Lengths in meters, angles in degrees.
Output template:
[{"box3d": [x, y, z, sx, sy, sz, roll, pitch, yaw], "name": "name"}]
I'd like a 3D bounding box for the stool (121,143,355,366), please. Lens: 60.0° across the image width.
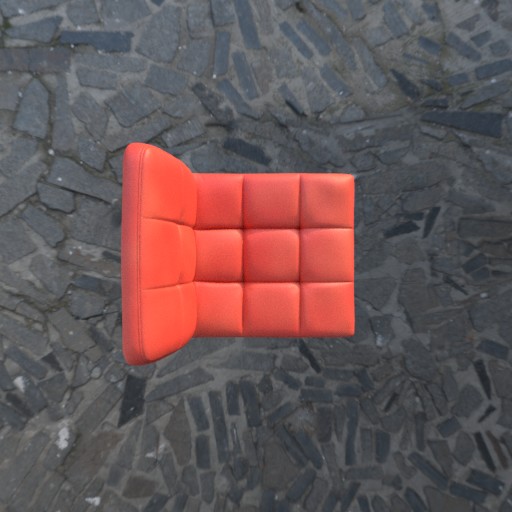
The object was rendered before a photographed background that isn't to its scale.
[{"box3d": [0.000, 0.000, 1.354, 0.505, 1.115, 0.430, 0, 90, 0], "name": "stool"}]
